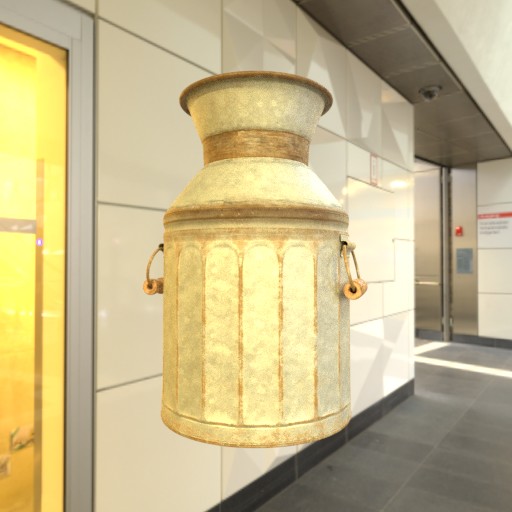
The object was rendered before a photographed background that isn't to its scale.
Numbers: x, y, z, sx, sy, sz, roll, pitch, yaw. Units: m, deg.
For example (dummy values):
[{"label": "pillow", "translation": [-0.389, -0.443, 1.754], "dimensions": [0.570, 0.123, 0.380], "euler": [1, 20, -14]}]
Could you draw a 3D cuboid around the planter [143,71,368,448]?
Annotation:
[{"label": "planter", "translation": [0.000, 0.000, 0.514], "dimensions": [0.248, 0.358, 0.215], "euler": [0, -1, 18]}]
